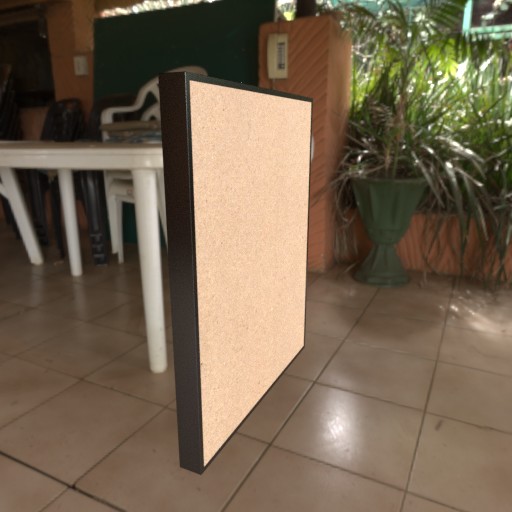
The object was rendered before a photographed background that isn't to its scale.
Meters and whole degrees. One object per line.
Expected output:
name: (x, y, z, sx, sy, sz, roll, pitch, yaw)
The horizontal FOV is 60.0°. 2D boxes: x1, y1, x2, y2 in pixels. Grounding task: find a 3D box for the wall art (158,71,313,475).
wall art: (0.000, 0.000, 0.778, 0.038, 0.551, 0.448, 7, 17, 25)
